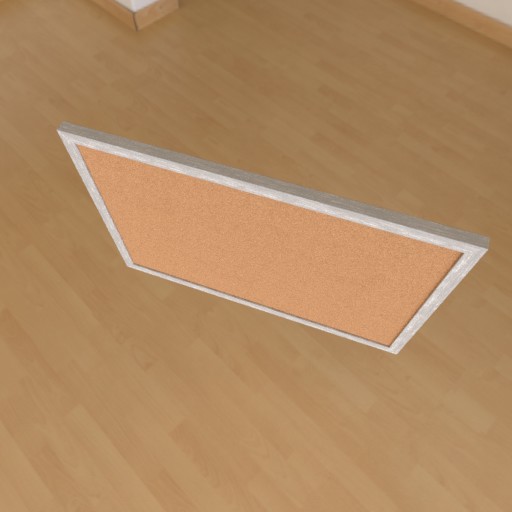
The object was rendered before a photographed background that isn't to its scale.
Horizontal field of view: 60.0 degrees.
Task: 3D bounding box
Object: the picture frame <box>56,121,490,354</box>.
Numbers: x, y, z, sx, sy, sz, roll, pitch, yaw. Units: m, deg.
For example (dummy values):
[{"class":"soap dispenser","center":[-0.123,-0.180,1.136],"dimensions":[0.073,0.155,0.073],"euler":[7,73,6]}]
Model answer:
[{"class":"picture frame","center":[0.000,0.000,1.209],"dimensions":[0.950,0.640,0.029],"euler":[17,61,10]}]
